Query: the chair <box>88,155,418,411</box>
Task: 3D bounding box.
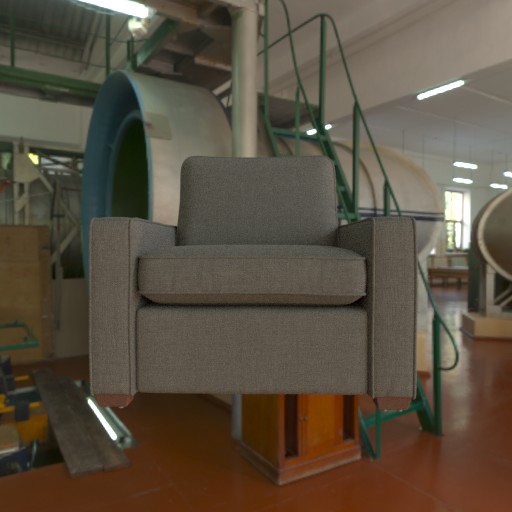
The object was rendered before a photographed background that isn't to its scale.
[{"bbox_3d":[0.000,0.000,1.771,1.017,0.919,0.940,0,1,2],"label":"chair"}]
